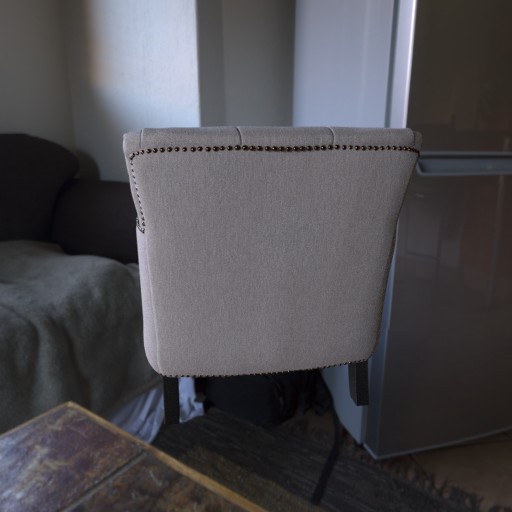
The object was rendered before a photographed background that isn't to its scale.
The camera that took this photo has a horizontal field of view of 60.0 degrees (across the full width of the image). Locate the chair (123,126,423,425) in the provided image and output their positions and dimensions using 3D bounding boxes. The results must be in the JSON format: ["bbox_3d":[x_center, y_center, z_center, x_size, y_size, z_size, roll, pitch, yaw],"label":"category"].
[{"bbox_3d":[0.000,0.000,1.472,0.737,0.823,0.902,-2,16,-9],"label":"chair"}]
